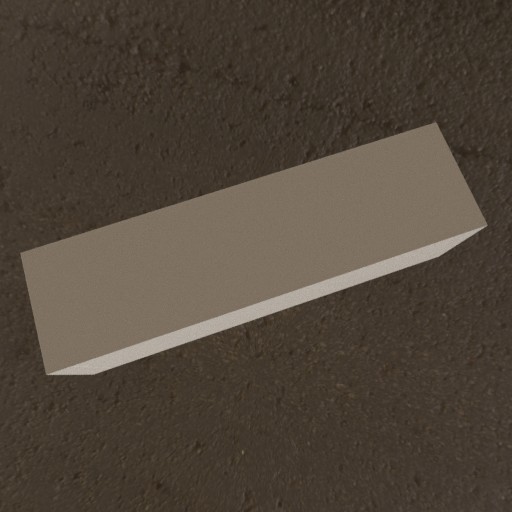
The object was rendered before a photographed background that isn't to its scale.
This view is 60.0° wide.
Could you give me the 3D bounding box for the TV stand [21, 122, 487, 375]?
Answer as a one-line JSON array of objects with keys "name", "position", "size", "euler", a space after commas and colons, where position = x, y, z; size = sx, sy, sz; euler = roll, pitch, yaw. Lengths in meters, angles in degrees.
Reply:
[{"name": "TV stand", "position": [0.000, 0.000, 1.685], "size": [1.500, 0.440, 0.410], "euler": [-18, 76, -5]}]
